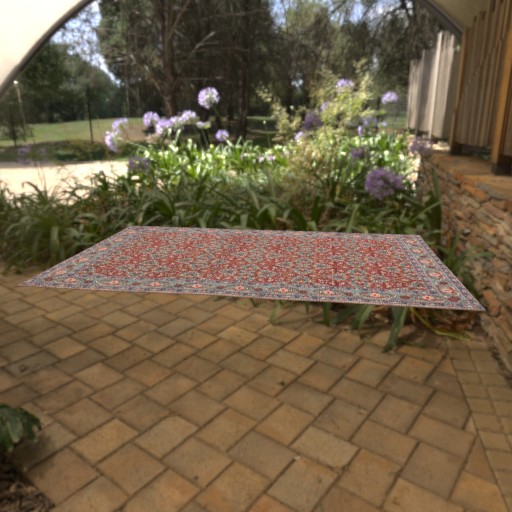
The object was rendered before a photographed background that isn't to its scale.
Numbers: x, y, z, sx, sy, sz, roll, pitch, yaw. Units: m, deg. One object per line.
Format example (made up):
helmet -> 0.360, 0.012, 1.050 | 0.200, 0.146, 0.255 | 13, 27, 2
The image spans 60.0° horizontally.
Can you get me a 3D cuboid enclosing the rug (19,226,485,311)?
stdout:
rug -> 0.000, 0.000, 3.006 | 2.439, 0.011, 1.533 | 2, 17, 8
